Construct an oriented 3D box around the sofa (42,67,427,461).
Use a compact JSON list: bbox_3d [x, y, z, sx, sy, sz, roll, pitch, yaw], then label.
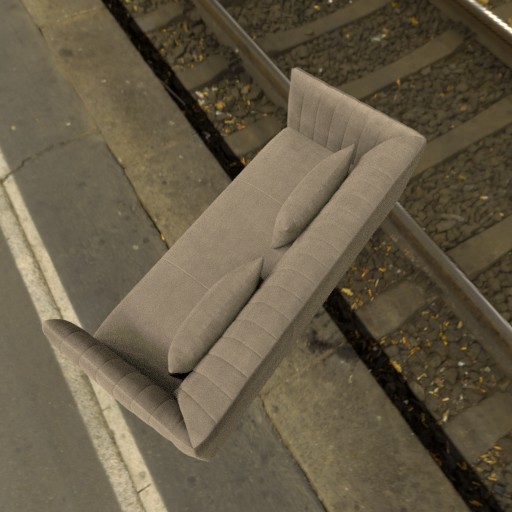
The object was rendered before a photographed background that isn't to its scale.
[{"bbox_3d":[0.000,0.000,2.425,0.876,0.780,1.980,34,69,15],"label":"sofa"}]
